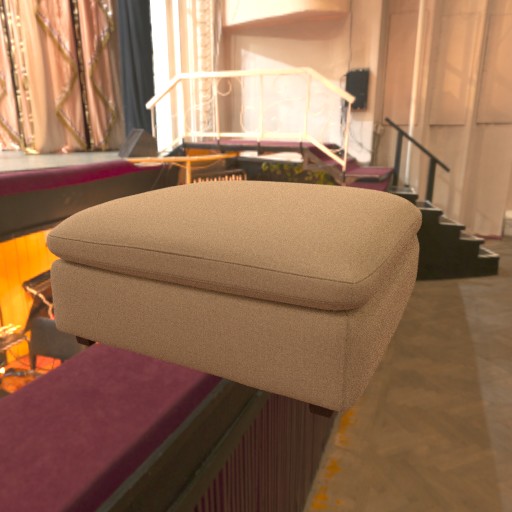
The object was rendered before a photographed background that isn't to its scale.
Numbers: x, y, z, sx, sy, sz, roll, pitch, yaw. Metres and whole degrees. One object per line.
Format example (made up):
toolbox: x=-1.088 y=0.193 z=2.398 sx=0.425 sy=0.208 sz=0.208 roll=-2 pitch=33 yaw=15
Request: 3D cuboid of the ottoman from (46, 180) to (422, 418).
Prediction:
ottoman: x=0.000 y=0.000 z=1.544 sx=0.996 sy=0.467 sz=0.977 roll=8 pitch=18 yaw=26
